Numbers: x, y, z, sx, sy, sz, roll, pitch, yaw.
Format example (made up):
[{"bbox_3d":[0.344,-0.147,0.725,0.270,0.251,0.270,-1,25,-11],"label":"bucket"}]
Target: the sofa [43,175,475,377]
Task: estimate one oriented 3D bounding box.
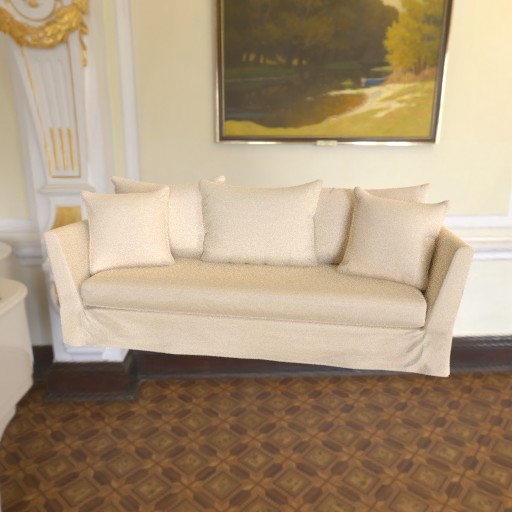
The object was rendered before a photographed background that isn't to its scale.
[{"bbox_3d":[0.000,0.000,3.031,2.484,1.042,1.030,2,15,9],"label":"sofa"}]
